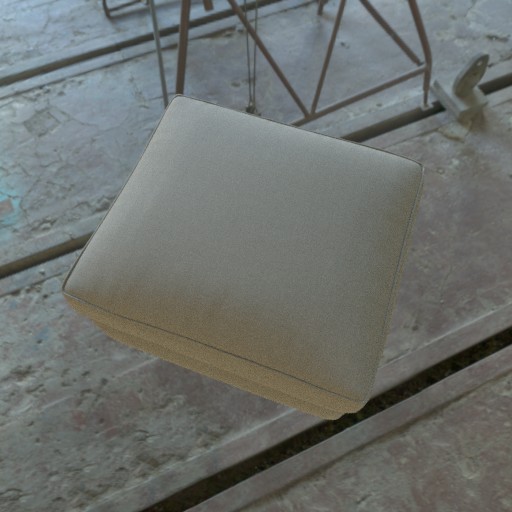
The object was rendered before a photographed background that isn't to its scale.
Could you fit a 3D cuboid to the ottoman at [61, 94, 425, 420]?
[{"bbox_3d":[0.000,0.000,1.201,0.716,0.505,0.662,18,66,9],"label":"ottoman"}]
